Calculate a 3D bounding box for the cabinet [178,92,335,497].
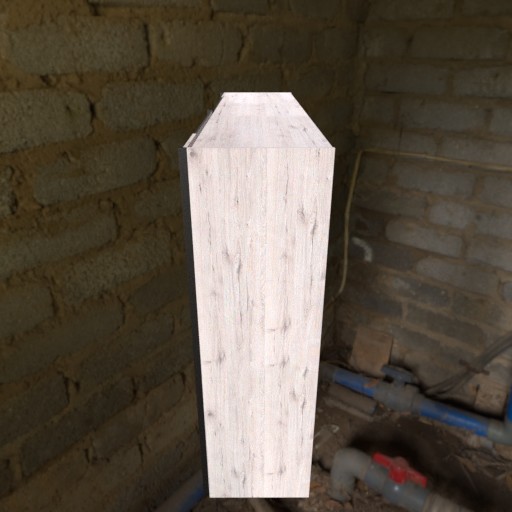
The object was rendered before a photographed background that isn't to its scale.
[{"bbox_3d":[0.000,0.000,3.454,0.660,2.180,2.500,0,25,0],"label":"cabinet"}]
